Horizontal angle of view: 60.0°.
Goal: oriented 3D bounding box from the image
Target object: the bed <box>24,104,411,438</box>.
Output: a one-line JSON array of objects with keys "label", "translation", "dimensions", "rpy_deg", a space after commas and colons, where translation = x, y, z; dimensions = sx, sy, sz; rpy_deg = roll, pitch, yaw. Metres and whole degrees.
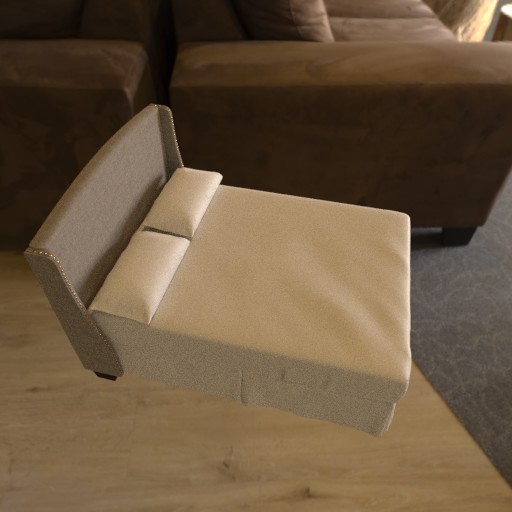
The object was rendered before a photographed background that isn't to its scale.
[{"label": "bed", "translation": [0.000, 0.000, 3.226], "dimensions": [2.237, 1.407, 1.710], "rpy_deg": [10, 47, 10]}]
